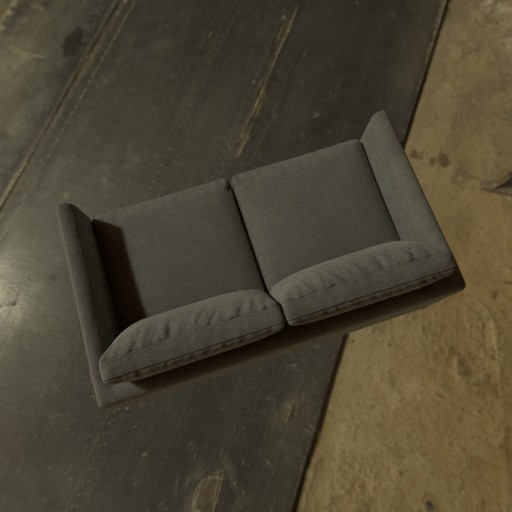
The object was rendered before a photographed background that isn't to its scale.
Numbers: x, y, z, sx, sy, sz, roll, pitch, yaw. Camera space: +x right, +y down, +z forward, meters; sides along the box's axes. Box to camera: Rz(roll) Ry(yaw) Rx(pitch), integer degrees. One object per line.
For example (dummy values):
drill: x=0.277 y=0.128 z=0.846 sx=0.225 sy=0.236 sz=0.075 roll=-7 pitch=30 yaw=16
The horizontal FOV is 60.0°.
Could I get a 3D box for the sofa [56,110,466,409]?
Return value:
sofa: x=0.000 y=0.000 z=2.485 sx=1.909 sy=0.845 sz=1.091 roll=-17 pitch=75 yaw=-5
